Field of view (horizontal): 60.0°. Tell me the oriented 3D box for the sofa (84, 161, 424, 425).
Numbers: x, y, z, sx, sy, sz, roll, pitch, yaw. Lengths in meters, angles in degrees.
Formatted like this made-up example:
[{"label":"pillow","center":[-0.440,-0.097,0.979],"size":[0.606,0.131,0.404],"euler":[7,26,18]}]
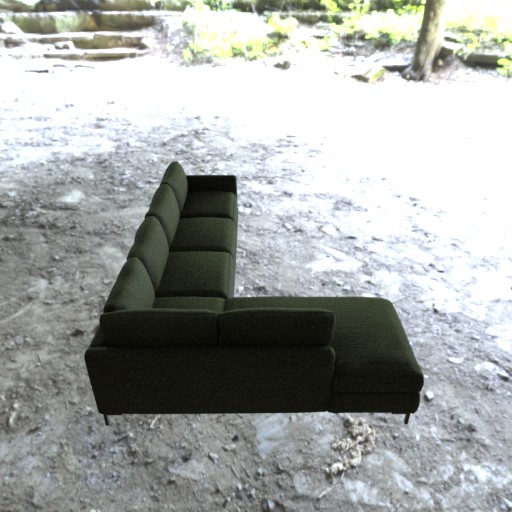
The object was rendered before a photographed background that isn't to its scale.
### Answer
[{"label":"sofa","center":[0.000,0.000,3.866],"size":[2.007,0.815,2.949],"euler":[0,31,-1]}]
